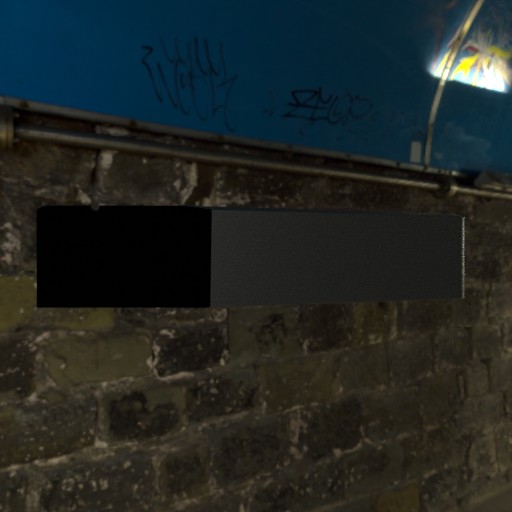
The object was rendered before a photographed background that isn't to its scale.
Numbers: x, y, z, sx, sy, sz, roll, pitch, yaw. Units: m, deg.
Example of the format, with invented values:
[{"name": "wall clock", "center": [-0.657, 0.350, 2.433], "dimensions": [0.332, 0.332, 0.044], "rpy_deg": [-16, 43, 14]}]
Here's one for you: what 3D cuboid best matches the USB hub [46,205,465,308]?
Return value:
[{"name": "USB hub", "center": [0.000, 0.000, 0.126], "dimensions": [0.110, 0.023, 0.044], "rpy_deg": [0, 0, -17]}]
